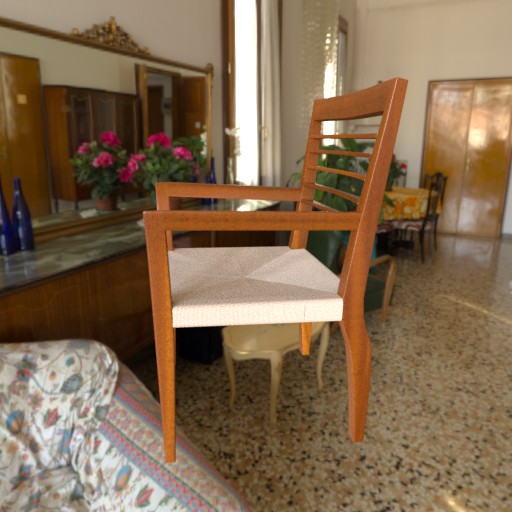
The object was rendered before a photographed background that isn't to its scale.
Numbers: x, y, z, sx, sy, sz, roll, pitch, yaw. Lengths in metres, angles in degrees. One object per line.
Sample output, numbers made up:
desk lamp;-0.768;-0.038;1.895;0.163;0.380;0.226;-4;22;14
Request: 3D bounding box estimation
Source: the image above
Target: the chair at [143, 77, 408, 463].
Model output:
chair;0.000;0.000;1.211;0.540;0.855;0.587;-3;15;-10
